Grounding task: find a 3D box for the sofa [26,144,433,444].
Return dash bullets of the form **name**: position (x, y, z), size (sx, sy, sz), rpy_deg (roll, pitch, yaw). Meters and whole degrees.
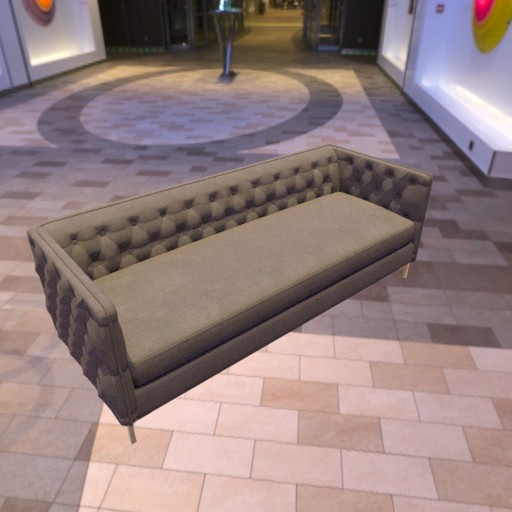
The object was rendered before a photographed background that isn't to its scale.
- **sofa**: position (0.000, 0.000, 2.616), size (2.209, 0.771, 0.895), rpy_deg (-23, 38, -33)
